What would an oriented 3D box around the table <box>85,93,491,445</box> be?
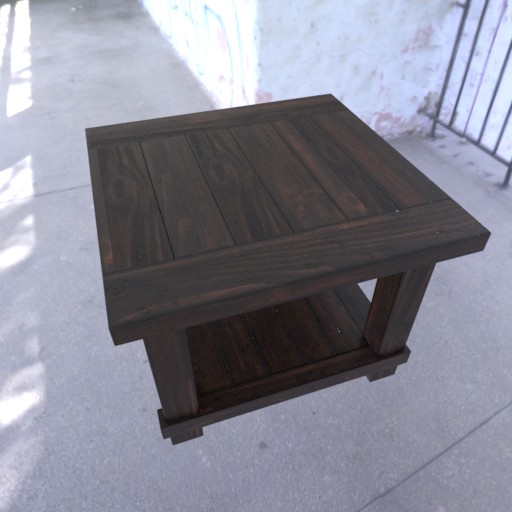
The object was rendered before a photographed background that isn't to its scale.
[{"bbox_3d":[0.000,0.000,0.999,0.606,0.437,0.593,-13,44,-14],"label":"table"}]
